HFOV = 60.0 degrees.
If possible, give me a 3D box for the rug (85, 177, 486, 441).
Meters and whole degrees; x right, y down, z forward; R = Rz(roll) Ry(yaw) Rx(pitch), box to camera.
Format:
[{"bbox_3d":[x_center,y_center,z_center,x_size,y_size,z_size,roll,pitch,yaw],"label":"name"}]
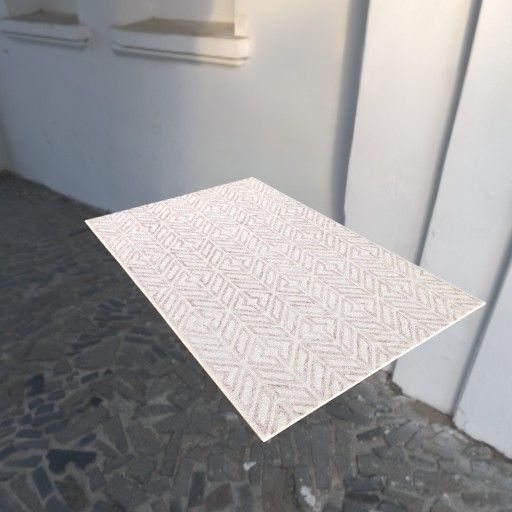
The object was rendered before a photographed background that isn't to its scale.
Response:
[{"bbox_3d":[0.000,0.000,2.310,1.220,0.007,1.828,-20,37,-29],"label":"rug"}]
